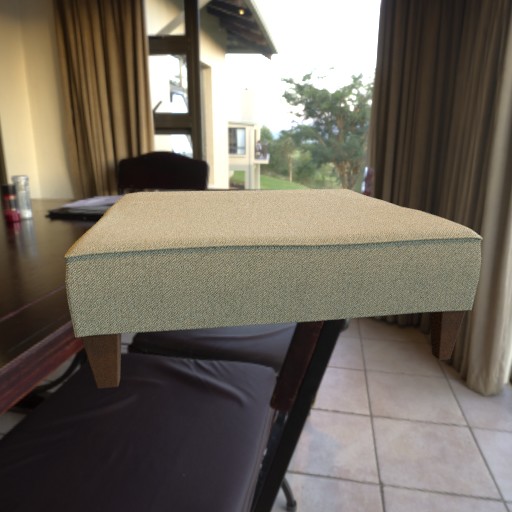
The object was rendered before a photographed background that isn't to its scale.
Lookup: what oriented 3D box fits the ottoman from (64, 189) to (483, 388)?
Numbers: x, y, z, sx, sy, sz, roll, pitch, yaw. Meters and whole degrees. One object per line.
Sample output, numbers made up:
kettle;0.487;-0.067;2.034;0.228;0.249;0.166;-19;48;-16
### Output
ottoman;0.000;0.000;1.519;1.004;0.379;0.968;-2;15;-9
